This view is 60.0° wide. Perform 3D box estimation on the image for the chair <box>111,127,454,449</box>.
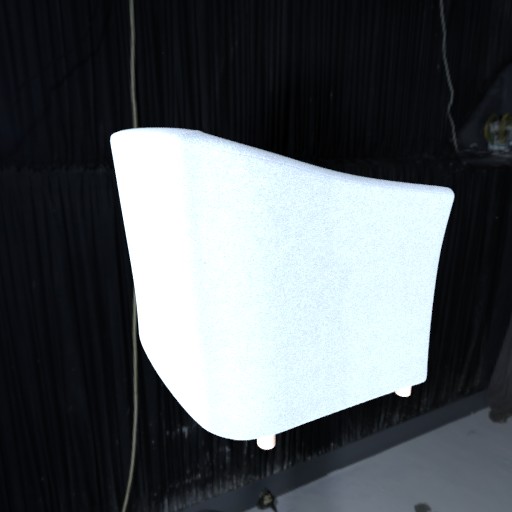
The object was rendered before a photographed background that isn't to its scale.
[{"bbox_3d":[0.000,0.000,1.309,0.700,0.720,0.790,-8,17,-28],"label":"chair"}]
